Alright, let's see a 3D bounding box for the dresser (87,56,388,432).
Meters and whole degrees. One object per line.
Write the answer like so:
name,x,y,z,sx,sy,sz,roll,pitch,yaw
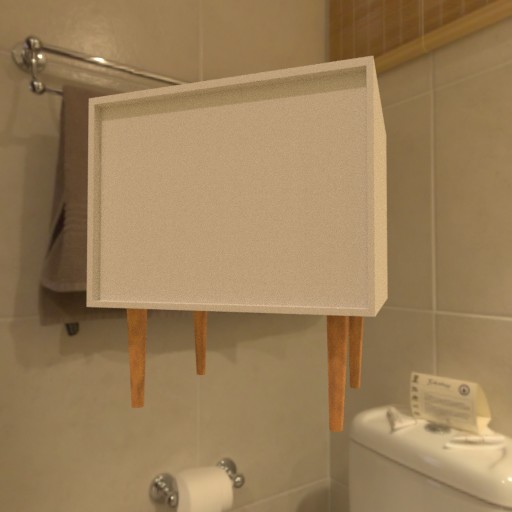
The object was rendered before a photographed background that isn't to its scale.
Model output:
dresser,0.000,0.000,0.914,0.503,0.568,0.414,-1,-2,19
